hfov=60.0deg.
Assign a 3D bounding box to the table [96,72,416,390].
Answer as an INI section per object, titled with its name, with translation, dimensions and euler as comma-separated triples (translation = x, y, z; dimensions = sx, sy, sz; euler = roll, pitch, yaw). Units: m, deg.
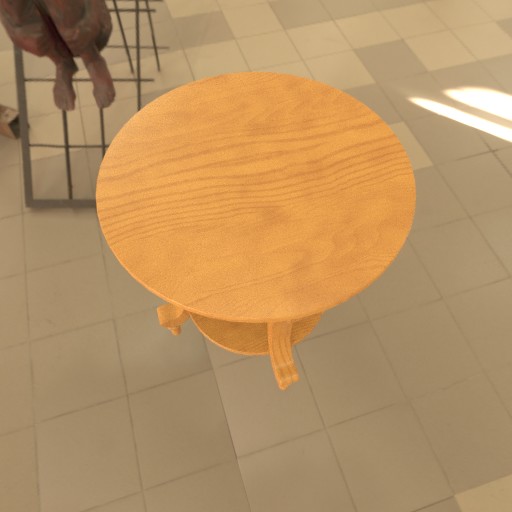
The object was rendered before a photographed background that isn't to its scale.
[table]
translation = 0.000, 0.000, 1.099
dimensions = 0.597, 0.612, 0.597
euler = 0, 59, 0
